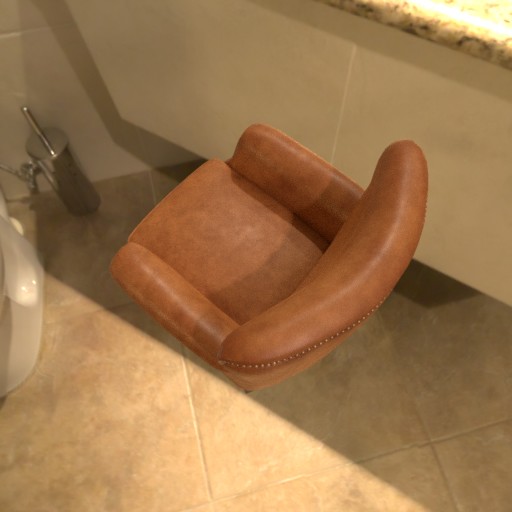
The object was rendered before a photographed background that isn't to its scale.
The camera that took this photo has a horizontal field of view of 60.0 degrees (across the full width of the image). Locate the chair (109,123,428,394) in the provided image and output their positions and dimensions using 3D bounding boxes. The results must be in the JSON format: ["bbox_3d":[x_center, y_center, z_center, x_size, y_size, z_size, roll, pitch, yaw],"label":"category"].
[{"bbox_3d":[0.000,0.000,1.635,0.921,0.936,0.861,35,69,16],"label":"chair"}]
